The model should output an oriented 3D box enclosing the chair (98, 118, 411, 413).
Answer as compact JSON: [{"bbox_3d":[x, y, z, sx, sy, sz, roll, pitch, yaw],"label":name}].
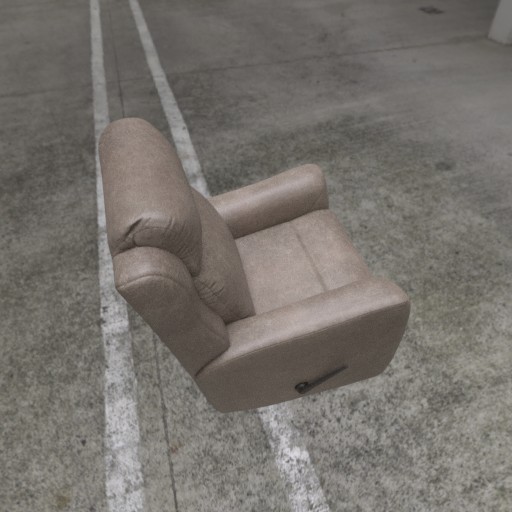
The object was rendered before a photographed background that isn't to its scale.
[{"bbox_3d":[0.000,0.000,1.907,1.068,1.116,0.967,-12,47,-11],"label":"chair"}]
